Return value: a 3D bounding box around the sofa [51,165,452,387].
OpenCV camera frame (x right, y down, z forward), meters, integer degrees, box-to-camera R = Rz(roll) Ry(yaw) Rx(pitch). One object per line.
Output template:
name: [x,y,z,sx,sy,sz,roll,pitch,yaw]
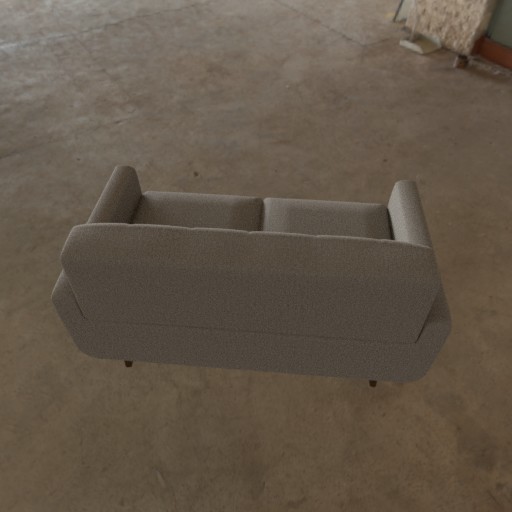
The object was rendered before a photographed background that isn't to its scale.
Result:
sofa: [0.000,0.000,2.225,1.651,0.925,0.952,4,48,3]
